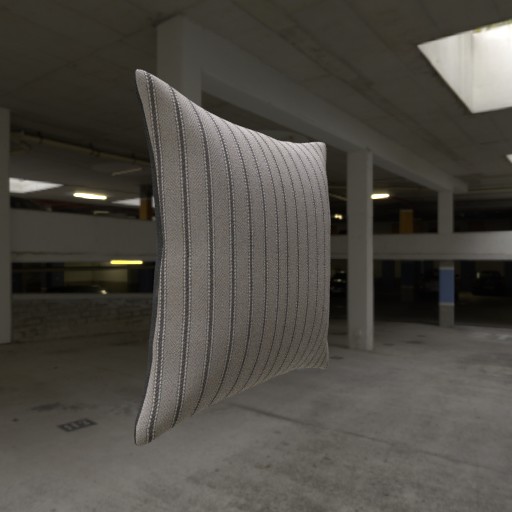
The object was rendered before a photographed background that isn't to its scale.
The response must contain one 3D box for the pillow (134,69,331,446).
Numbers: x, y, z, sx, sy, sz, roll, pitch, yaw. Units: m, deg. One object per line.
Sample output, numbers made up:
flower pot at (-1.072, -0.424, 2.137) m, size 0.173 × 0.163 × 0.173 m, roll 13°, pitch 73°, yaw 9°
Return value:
pillow at (0.000, 0.000, 0.693) m, size 0.138 × 0.444 × 0.468 m, roll 0°, pitch 0°, yaw 37°
